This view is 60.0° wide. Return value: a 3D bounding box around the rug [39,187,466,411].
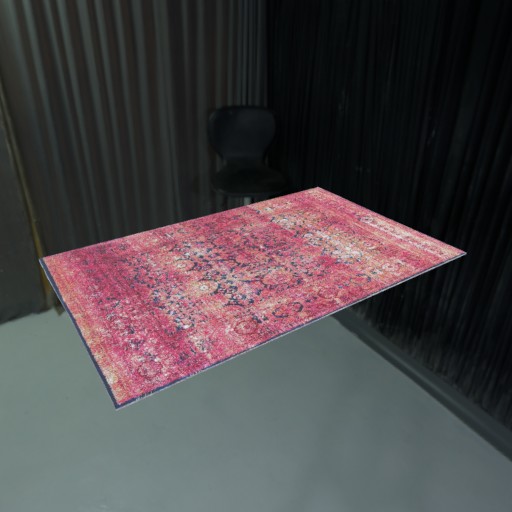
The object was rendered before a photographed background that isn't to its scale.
[{"bbox_3d":[0.000,0.000,2.986,2.449,0.018,1.539,-18,34,-29],"label":"rug"}]
